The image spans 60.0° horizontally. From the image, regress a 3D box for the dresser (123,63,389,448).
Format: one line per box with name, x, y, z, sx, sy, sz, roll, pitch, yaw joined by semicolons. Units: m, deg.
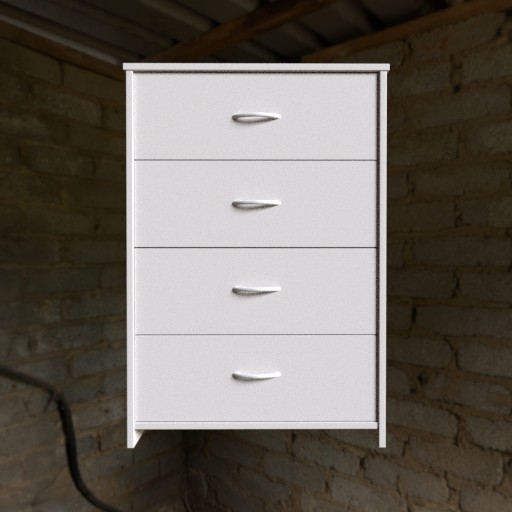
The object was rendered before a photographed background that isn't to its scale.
dresser;0.000;0.000;1.361;0.704;1.021;0.401;0;1;0
